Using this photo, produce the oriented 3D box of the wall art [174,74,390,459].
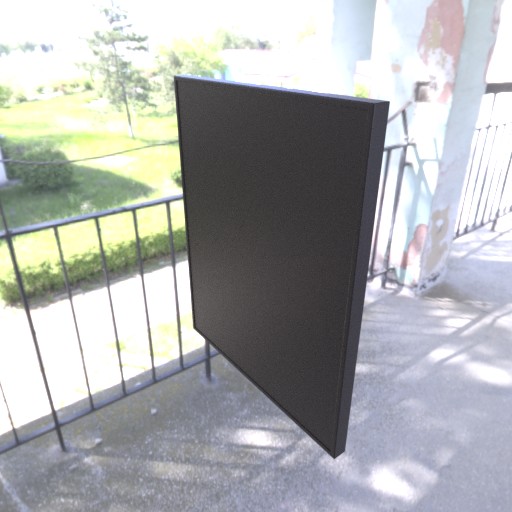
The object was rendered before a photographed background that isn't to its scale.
[{"bbox_3d":[0.000,0.000,0.763,0.028,0.551,0.451,-19,32,-33],"label":"wall art"}]
